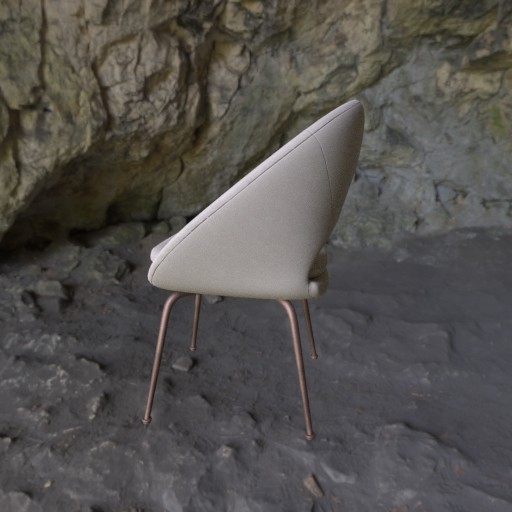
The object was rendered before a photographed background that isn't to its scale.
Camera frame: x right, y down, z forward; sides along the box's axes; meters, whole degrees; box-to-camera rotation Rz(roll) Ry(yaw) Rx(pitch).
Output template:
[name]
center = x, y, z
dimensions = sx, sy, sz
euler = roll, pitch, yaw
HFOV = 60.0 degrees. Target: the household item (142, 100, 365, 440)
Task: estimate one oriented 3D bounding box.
[household item]
center = 0.000, 0.000, 1.298
dimensions = 0.573, 0.852, 0.623
euler = 2, 15, 8
